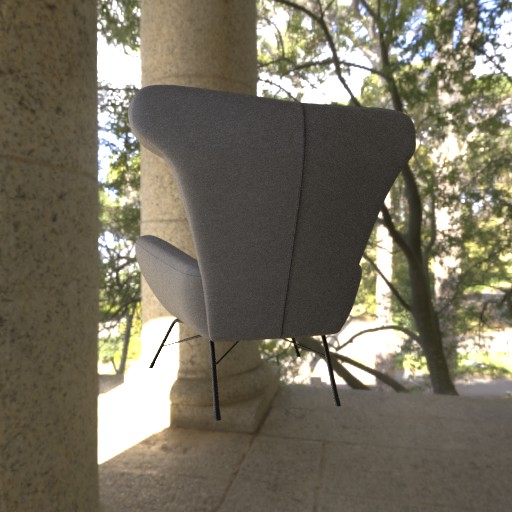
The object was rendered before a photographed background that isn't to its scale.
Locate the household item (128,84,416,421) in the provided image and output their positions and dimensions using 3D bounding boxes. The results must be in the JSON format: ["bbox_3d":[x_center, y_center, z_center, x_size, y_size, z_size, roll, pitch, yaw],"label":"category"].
[{"bbox_3d":[0.000,0.000,1.748,0.980,1.050,0.900,0,1,-18],"label":"household item"}]
